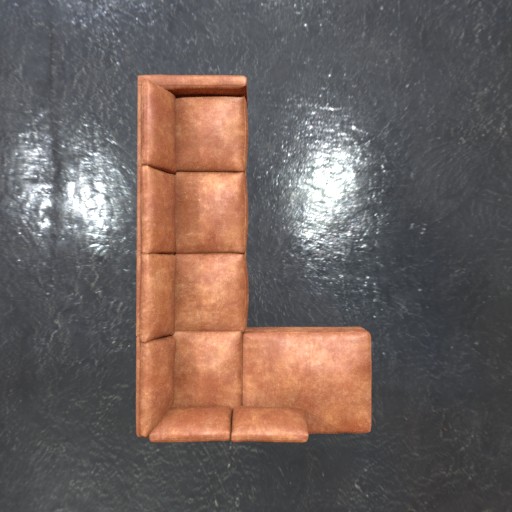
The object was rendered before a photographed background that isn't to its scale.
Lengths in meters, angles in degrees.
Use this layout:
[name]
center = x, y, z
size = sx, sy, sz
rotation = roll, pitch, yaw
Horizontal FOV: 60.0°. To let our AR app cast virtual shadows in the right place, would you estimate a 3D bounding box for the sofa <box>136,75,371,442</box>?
[sofa]
center = 0.000, 0.000, 3.802
size = 1.938, 0.877, 2.984
rotation = 0, 89, 0
